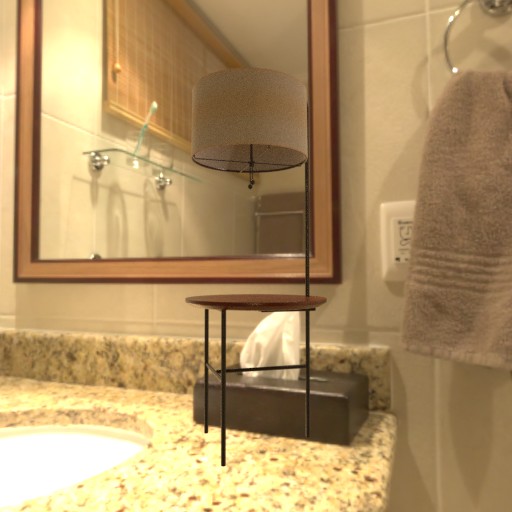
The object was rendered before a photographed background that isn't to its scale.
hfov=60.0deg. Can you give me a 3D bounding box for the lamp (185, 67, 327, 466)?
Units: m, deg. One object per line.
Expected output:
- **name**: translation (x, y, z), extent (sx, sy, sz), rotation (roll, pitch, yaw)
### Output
- **lamp**: translation (0.000, 0.000, 1.824), extent (0.573, 1.517, 0.573), rotation (0, -2, 0)
